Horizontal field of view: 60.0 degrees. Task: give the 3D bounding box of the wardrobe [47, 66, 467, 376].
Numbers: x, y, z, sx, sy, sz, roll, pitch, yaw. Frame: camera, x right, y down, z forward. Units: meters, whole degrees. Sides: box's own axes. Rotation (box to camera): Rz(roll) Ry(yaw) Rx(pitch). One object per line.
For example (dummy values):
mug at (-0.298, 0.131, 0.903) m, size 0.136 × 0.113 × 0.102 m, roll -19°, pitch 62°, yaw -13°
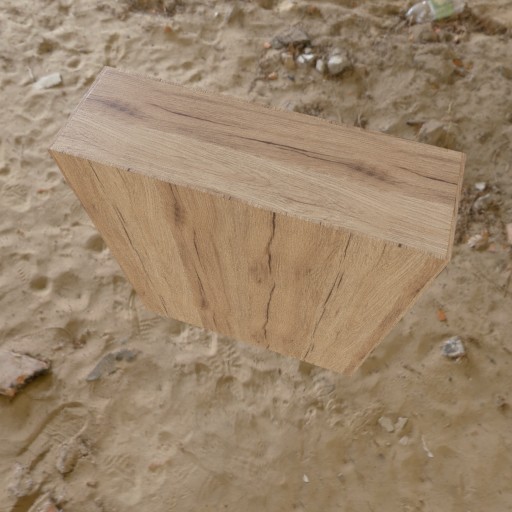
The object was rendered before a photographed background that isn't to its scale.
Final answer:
wardrobe at (0.000, 0.000, 2.921) m, size 1.810 × 2.070 × 0.580 m, roll 17°, pitch 64°, yaw 8°
